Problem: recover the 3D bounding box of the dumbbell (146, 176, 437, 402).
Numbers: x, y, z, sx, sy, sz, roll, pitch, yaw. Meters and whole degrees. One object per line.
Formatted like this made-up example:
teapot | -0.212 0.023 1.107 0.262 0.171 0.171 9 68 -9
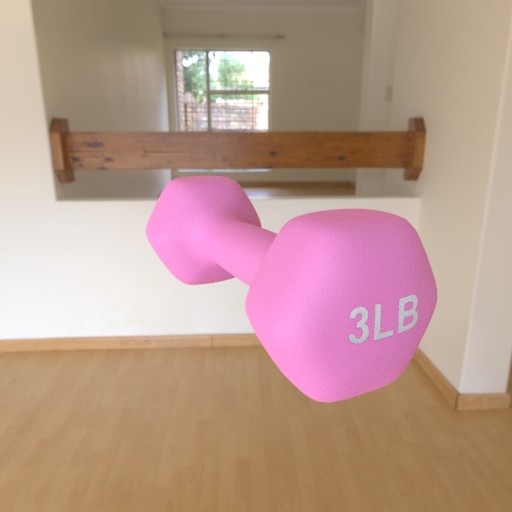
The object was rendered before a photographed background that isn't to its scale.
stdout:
dumbbell | 0.000 0.000 0.194 0.064 0.058 0.159 -8 18 -26
